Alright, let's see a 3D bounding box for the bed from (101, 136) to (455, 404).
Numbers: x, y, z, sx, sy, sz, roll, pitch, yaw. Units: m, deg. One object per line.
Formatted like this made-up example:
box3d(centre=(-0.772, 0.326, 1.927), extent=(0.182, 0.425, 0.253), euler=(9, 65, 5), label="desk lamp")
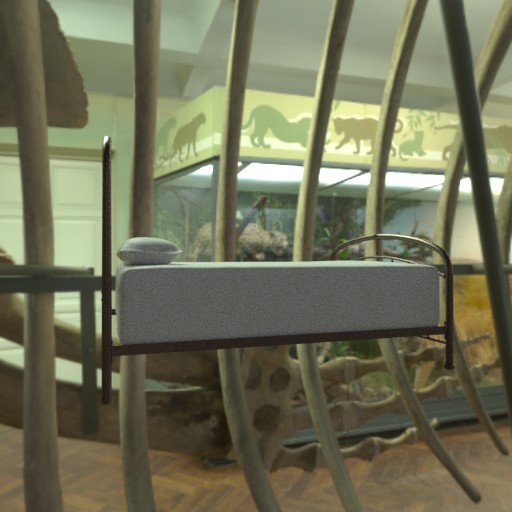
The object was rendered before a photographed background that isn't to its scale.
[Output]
box3d(centre=(0.000, 0.000, 3.327), extent=(2.168, 1.475, 1.711), euler=(0, 0, -18), label="bed")
